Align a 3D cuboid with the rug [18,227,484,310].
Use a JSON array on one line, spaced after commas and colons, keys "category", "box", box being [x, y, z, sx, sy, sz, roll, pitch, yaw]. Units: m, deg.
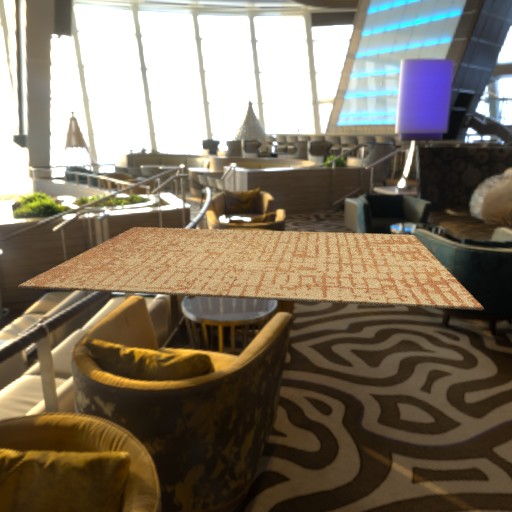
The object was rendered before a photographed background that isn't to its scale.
[{"category": "rug", "box": [0.000, 0.000, 2.299, 1.829, 0.011, 1.219, 2, 15, 7]}]
